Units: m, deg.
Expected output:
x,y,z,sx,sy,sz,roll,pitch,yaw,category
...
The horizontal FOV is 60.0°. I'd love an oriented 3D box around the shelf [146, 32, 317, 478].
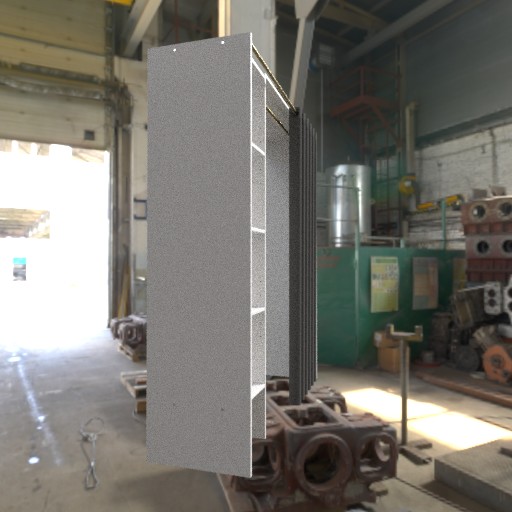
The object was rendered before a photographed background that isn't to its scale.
x,y,z,sx,sy,sz,roll,pitch,yaw,category
0.000,0.000,2.627,0.500,1.810,1.600,0,-1,17,shelf
